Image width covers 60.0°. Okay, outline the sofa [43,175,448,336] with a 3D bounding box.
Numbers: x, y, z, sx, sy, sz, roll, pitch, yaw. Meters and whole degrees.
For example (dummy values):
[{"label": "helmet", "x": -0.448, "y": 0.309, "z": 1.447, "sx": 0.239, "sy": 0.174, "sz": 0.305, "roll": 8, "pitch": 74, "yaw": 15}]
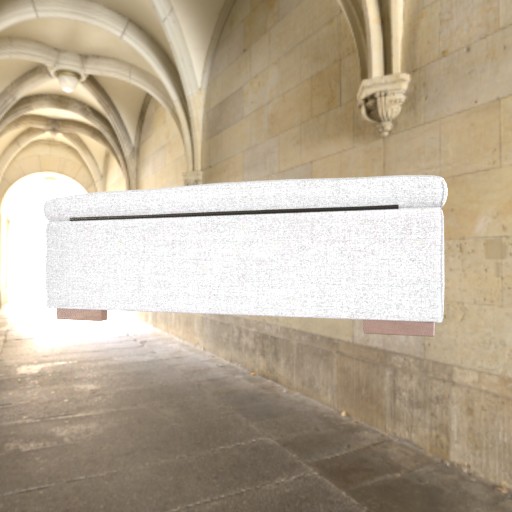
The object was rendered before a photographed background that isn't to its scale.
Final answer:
[{"label": "sofa", "x": 0.000, "y": 0.000, "z": 1.657, "sx": 1.250, "sy": 0.434, "sz": 0.817, "roll": 0, "pitch": -1, "yaw": 18}]
